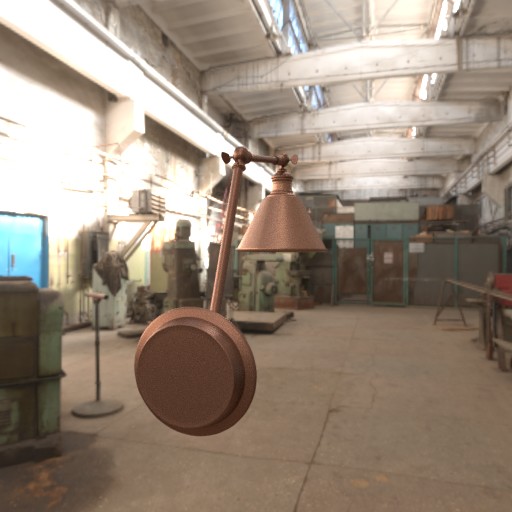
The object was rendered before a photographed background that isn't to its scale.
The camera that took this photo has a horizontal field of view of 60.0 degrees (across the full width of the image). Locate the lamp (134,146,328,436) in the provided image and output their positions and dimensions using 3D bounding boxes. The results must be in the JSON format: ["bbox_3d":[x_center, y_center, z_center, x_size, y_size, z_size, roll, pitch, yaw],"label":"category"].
[{"bbox_3d":[0.000,0.000,0.887,0.223,0.502,0.624,0,0,18],"label":"lamp"}]
